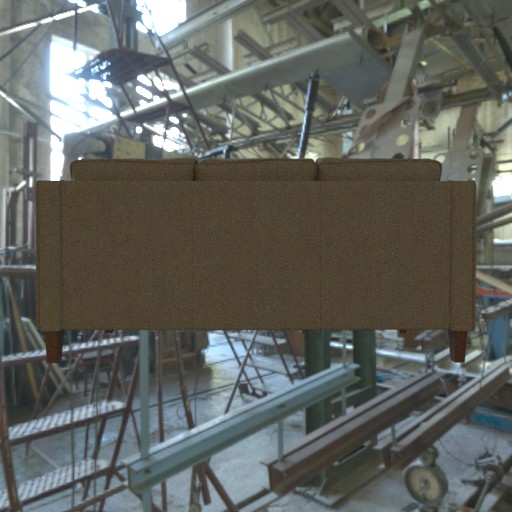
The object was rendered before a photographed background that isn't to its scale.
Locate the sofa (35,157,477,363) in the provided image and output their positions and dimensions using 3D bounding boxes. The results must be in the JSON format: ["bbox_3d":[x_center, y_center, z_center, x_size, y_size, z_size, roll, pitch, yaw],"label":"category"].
[{"bbox_3d":[0.000,0.000,2.439,1.986,0.974,0.911,0,0,0],"label":"sofa"}]
